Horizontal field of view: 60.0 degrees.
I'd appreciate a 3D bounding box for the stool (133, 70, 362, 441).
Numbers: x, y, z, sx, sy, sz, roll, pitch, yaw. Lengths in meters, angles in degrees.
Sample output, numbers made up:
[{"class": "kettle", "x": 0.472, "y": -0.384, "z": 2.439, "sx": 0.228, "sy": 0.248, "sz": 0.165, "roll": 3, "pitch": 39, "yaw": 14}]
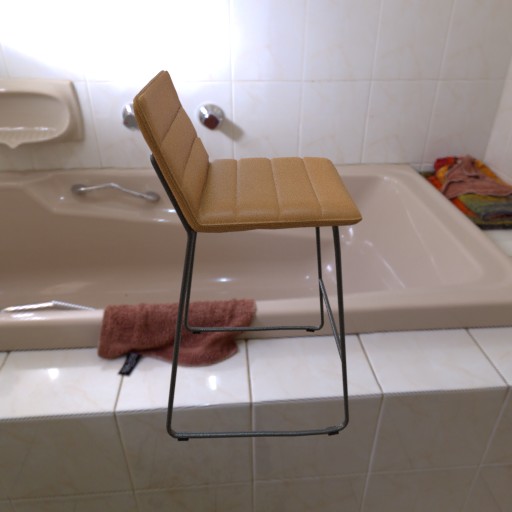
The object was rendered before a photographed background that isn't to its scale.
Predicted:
[{"class": "stool", "x": 0.000, "y": 0.000, "z": 1.246, "sx": 0.524, "sy": 0.936, "sz": 0.489, "roll": -1, "pitch": 31, "yaw": -2}]
